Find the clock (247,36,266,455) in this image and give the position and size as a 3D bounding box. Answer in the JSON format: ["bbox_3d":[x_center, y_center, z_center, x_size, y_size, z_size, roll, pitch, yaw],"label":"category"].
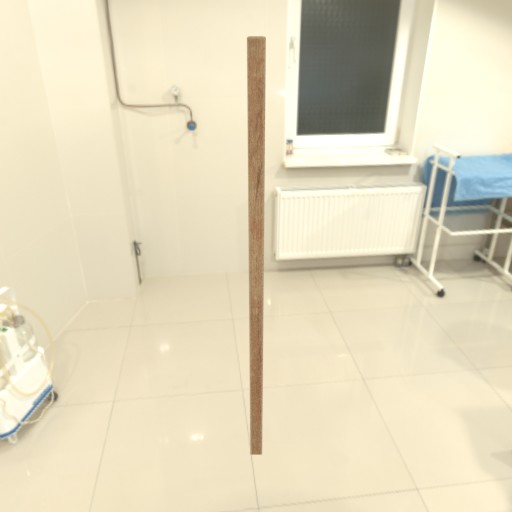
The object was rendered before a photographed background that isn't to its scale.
[{"bbox_3d":[0.000,0.000,1.087,0.030,0.965,0.361,0,26,0],"label":"clock"}]
